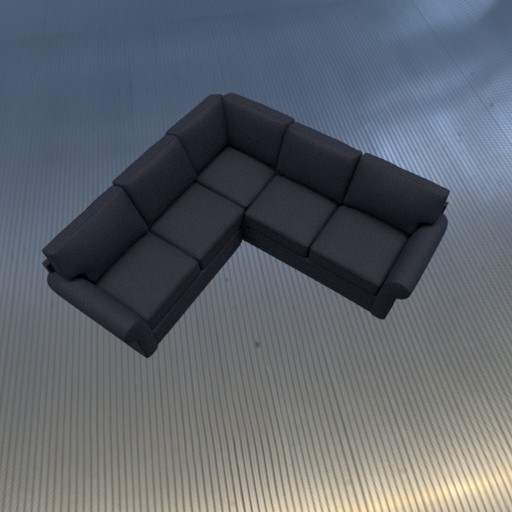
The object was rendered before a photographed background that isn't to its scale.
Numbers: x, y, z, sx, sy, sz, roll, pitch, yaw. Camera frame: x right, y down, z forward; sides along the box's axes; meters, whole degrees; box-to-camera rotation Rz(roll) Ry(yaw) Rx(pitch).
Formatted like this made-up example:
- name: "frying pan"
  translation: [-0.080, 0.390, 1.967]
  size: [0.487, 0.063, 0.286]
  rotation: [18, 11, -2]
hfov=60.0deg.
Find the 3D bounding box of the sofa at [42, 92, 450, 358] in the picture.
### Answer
- name: "sofa"
  translation: [0.000, 0.000, 3.876]
  size: [2.562, 1.042, 2.487]
  rotation: [29, 62, 17]
